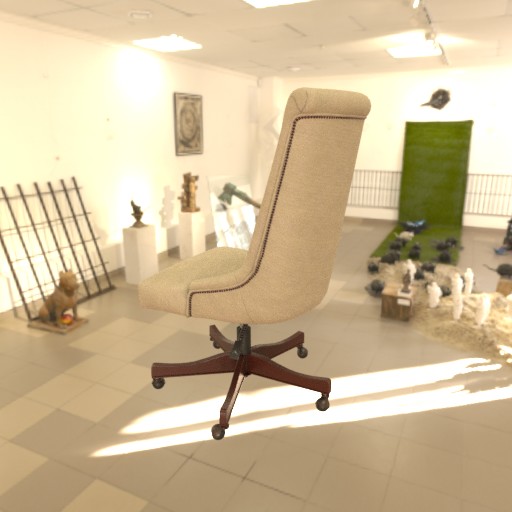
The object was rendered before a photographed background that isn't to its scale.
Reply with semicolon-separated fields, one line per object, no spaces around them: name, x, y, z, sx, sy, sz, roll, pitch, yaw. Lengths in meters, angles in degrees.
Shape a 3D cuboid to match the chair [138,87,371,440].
chair;0.000;0.000;1.490;0.696;1.010;0.645;7;17;24
